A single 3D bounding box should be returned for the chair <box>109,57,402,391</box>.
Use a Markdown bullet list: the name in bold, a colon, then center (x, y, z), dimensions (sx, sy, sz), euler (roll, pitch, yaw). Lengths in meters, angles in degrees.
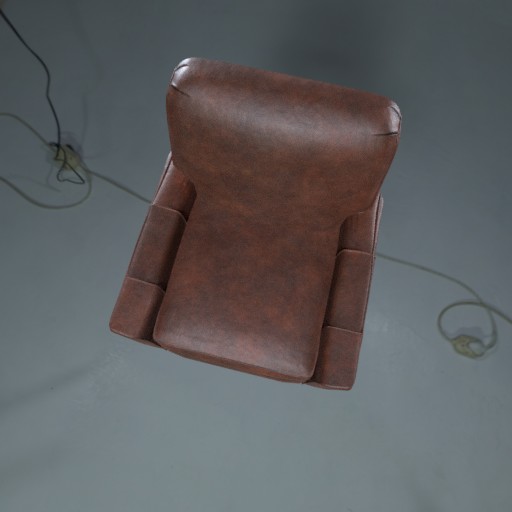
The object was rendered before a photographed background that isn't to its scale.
- **chair**: center (0.000, 0.000, 1.653), dimensions (0.843, 1.043, 0.836), euler (13, 75, 4)
